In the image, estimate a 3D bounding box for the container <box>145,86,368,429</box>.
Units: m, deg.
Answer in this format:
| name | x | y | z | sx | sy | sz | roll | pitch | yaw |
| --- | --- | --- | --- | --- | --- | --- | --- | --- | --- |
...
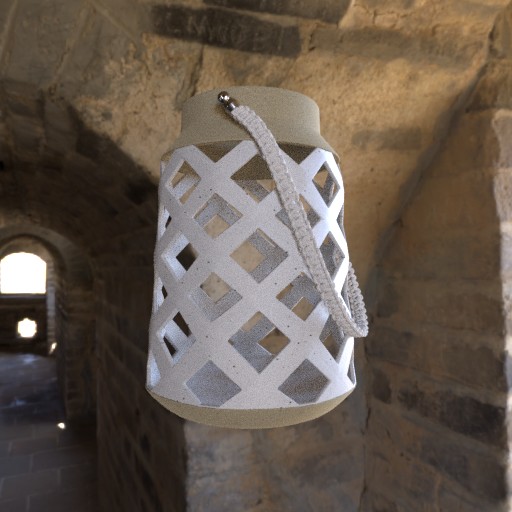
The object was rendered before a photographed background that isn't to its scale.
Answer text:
| name | x | y | z | sx | sy | sz | roll | pitch | yaw |
| --- | --- | --- | --- | --- | --- | --- | --- | --- | --- |
| container | 0.000 | 0.000 | 0.404 | 0.198 | 0.264 | 0.188 | 0 | -1 | 18 |
